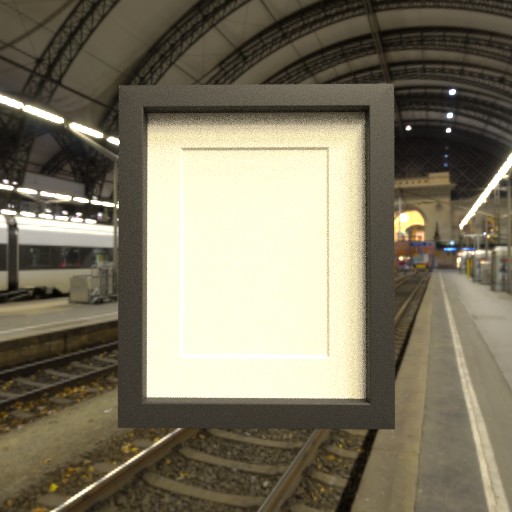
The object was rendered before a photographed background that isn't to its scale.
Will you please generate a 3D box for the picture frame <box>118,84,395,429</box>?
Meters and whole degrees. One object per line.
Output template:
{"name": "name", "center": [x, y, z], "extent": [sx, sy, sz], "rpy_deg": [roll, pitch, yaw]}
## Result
{"name": "picture frame", "center": [0.000, 0.000, 0.510], "extent": [0.307, 0.383, 0.036], "rpy_deg": [0, -1, 1]}
